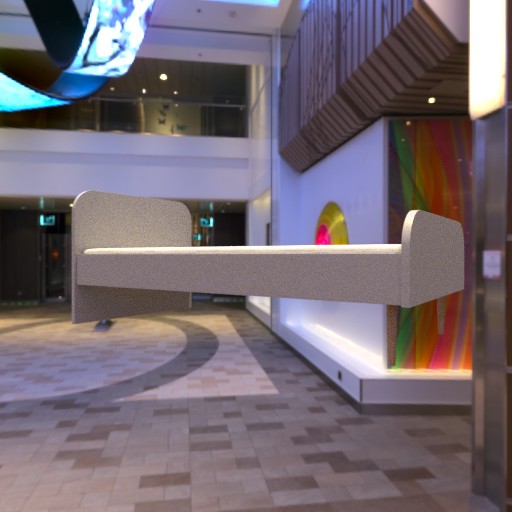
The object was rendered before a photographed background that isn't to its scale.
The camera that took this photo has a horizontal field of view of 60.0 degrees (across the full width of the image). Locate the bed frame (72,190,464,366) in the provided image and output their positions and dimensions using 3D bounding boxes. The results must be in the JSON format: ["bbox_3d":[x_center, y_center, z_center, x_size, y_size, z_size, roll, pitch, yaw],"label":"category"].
[{"bbox_3d":[0.000,0.000,2.472,1.963,0.805,0.998,0,0,35],"label":"bed frame"}]
